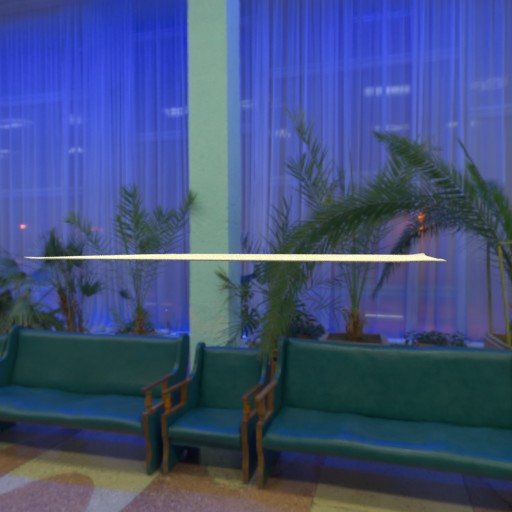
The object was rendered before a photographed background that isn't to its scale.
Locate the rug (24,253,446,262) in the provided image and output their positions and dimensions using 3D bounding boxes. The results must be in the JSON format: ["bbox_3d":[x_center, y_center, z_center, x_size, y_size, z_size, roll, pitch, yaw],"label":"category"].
[{"bbox_3d":[0.000,0.000,3.913,2.897,0.035,2.277,0,1,18],"label":"rug"}]
